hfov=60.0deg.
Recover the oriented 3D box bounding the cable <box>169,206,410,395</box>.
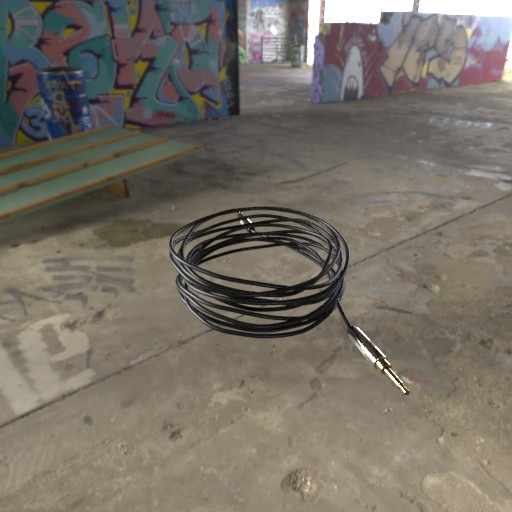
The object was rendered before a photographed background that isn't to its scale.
[{"bbox_3d":[0.000,0.000,0.503,0.198,0.069,0.432,-9,28,-16],"label":"cable"}]
